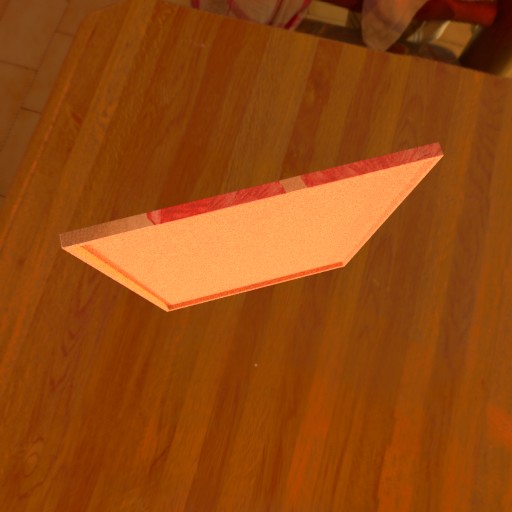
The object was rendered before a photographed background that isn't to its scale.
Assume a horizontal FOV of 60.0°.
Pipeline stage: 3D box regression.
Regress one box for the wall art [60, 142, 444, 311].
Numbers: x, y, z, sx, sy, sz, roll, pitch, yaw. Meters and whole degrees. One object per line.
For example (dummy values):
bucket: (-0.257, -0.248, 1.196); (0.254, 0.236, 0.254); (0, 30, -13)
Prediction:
wall art: (0.000, 0.000, 1.350); (0.762, 1.015, 0.031); (-14, 77, -3)
